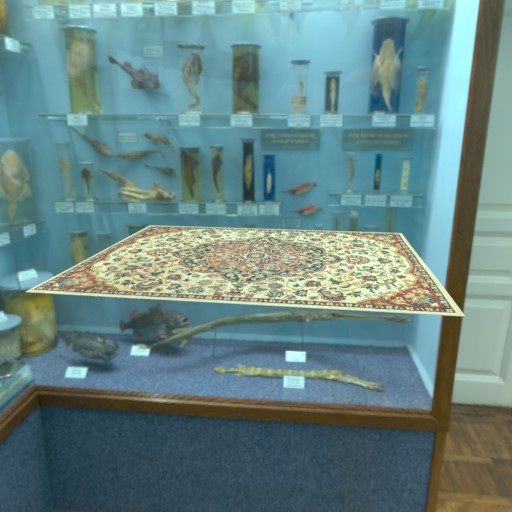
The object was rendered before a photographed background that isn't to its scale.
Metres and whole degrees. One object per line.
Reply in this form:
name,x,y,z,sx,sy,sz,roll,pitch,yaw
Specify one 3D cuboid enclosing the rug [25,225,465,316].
rug,0.000,0.000,4.205,3.067,0.005,2.454,2,16,8
